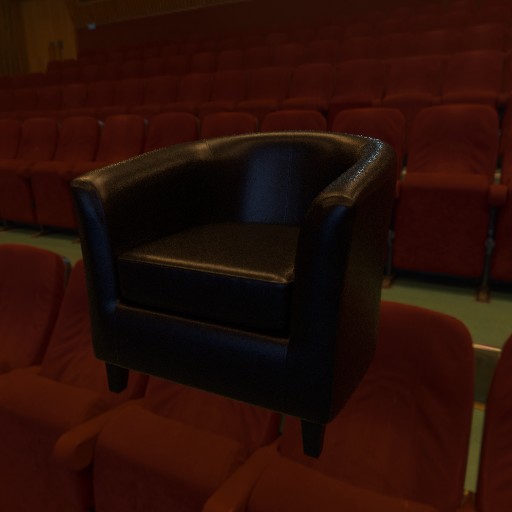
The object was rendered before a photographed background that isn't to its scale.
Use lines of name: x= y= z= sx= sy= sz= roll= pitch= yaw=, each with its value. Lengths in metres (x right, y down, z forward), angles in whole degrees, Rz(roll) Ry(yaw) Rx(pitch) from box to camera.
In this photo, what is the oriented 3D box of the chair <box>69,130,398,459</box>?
chair: x=0.000 y=0.000 z=1.376 sx=0.793 sy=0.756 sz=0.727 roll=7 pitch=17 yaw=25
